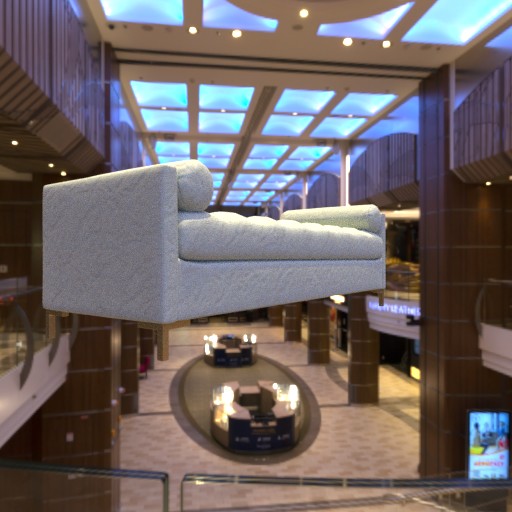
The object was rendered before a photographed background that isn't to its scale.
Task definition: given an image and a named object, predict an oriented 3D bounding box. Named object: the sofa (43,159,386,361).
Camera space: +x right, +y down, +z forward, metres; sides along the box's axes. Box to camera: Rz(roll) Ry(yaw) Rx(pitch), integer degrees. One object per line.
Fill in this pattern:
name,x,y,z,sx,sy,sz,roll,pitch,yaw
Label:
sofa,0.000,0.000,2.515,0.796,0.705,2.102,0,0,36
